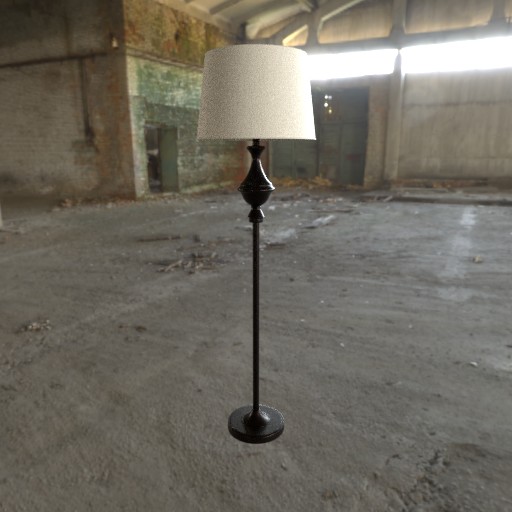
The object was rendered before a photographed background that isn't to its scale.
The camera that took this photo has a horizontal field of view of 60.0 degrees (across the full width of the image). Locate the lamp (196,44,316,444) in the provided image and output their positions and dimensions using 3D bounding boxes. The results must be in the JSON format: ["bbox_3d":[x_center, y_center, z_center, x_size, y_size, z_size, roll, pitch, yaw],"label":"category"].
[{"bbox_3d":[0.000,0.000,1.707,0.431,1.484,0.431,0,14,0],"label":"lamp"}]
